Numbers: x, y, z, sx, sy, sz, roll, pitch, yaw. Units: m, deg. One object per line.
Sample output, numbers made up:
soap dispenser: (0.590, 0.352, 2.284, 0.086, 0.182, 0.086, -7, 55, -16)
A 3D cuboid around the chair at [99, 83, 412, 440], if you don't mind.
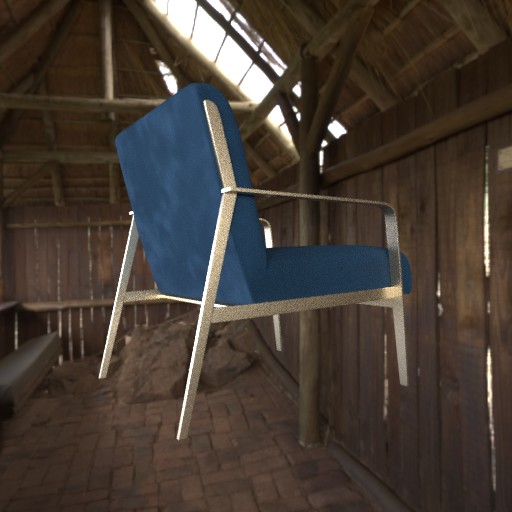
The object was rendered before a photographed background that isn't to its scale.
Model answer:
chair: (0.000, 0.000, 1.493, 0.859, 0.831, 0.692, 0, 0, -35)
